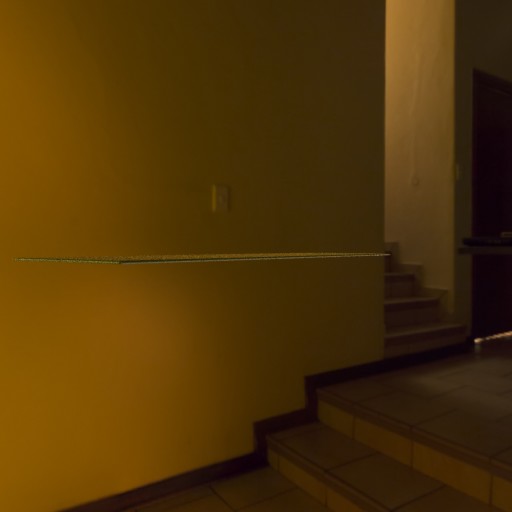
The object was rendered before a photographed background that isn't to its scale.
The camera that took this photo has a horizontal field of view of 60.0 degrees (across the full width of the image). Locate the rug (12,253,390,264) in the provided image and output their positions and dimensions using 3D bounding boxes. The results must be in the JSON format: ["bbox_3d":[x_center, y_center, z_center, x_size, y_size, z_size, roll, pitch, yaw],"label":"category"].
[{"bbox_3d":[0.000,0.000,2.357,0.662,0.011,2.196,1,1,37],"label":"rug"}]
